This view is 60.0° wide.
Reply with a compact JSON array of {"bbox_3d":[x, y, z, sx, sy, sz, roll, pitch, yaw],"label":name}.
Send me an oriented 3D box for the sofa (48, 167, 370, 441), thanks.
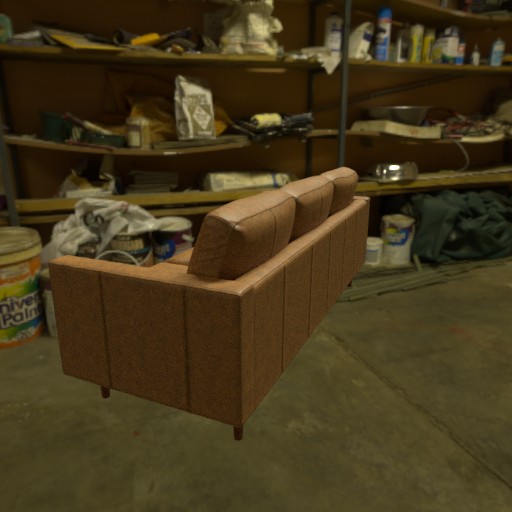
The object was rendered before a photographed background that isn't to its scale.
[{"bbox_3d":[0.000,0.000,2.653,0.903,0.930,2.231,7,18,23],"label":"sofa"}]
